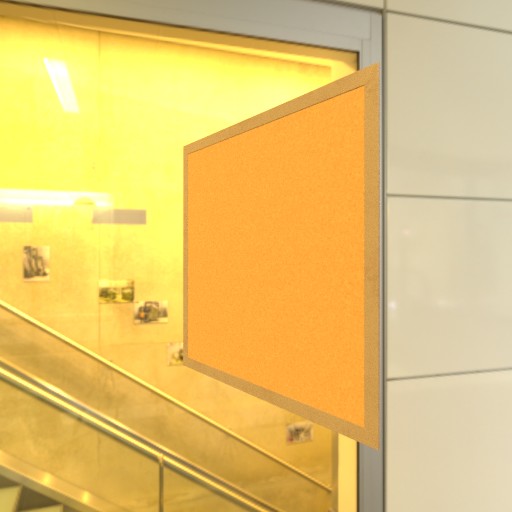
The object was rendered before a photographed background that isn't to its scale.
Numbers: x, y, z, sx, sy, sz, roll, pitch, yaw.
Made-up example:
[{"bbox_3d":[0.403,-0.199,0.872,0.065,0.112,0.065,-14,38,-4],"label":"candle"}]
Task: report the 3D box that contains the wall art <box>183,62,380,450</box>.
[{"bbox_3d":[0.000,0.000,1.696,0.025,1.067,1.168,0,0,-36],"label":"wall art"}]
